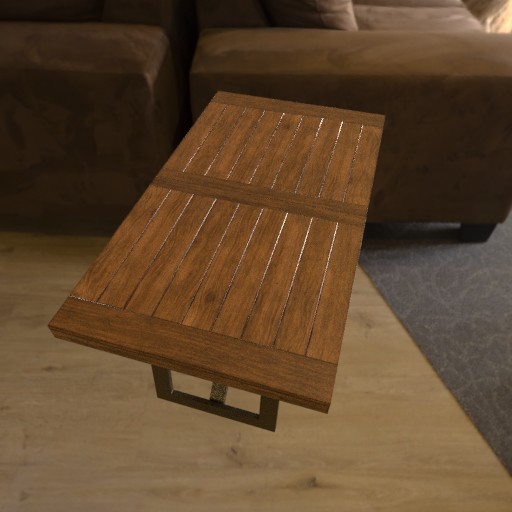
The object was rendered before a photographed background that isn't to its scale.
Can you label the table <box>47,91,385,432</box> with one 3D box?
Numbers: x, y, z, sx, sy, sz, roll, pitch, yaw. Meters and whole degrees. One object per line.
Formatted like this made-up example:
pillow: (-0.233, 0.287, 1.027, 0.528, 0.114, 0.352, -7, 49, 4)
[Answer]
table: (0.000, 0.000, 2.164, 0.931, 0.757, 1.641, 12, 49, 11)
